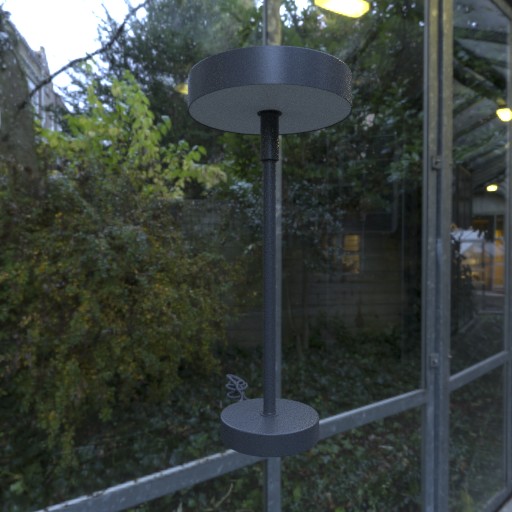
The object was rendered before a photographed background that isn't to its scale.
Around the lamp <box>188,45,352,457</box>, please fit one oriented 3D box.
[{"bbox_3d":[0.000,0.000,0.696,0.229,0.508,0.369,0,1,-16],"label":"lamp"}]
